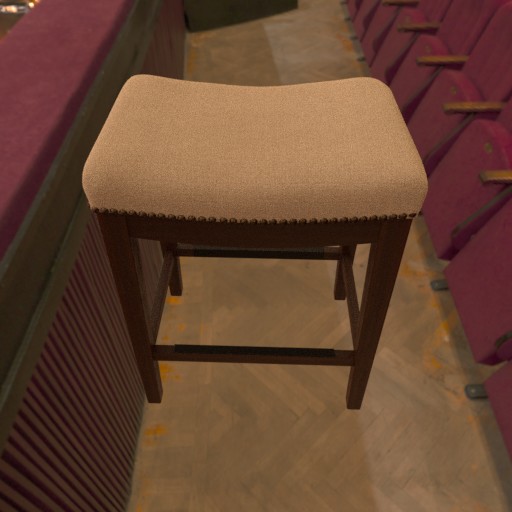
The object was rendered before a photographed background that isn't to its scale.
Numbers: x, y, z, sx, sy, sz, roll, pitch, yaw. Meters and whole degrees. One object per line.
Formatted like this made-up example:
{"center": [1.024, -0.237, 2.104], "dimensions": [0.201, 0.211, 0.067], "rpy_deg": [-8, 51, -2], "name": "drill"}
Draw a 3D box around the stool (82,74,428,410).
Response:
{"center": [0.000, 0.000, 0.950], "dimensions": [0.509, 0.669, 0.363], "rpy_deg": [1, 46, 1], "name": "stool"}
